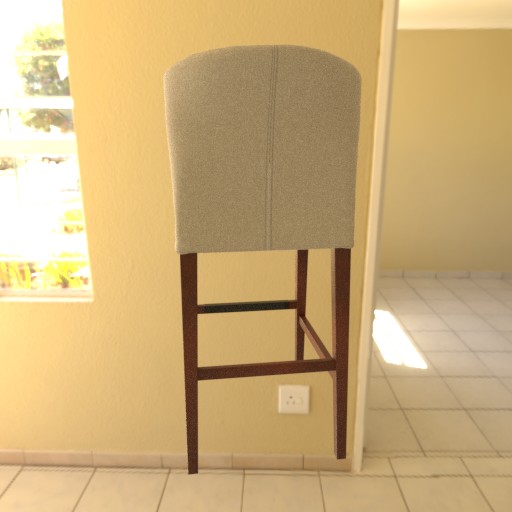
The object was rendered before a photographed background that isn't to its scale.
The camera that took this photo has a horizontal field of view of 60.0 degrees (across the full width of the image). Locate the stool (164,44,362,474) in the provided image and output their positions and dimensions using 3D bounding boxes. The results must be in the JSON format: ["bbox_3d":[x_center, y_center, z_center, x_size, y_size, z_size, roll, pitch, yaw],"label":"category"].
[{"bbox_3d":[0.000,0.000,1.331,0.479,1.069,0.568,-2,15,-8],"label":"stool"}]
